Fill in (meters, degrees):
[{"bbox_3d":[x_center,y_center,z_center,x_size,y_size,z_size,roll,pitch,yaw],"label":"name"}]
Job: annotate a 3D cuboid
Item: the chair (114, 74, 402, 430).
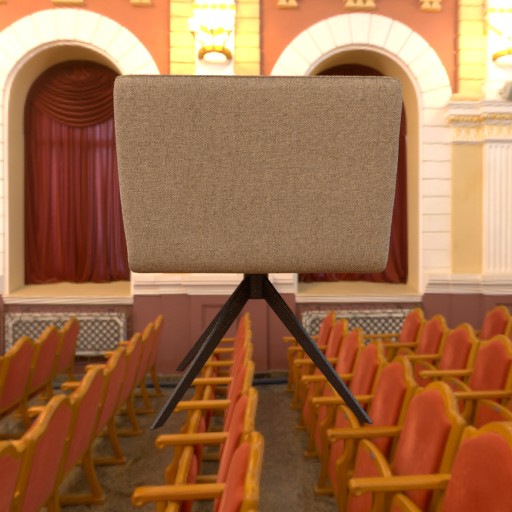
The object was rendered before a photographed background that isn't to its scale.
[{"bbox_3d":[0.000,0.000,1.237,0.628,0.760,0.623,0,0,-1],"label":"chair"}]
